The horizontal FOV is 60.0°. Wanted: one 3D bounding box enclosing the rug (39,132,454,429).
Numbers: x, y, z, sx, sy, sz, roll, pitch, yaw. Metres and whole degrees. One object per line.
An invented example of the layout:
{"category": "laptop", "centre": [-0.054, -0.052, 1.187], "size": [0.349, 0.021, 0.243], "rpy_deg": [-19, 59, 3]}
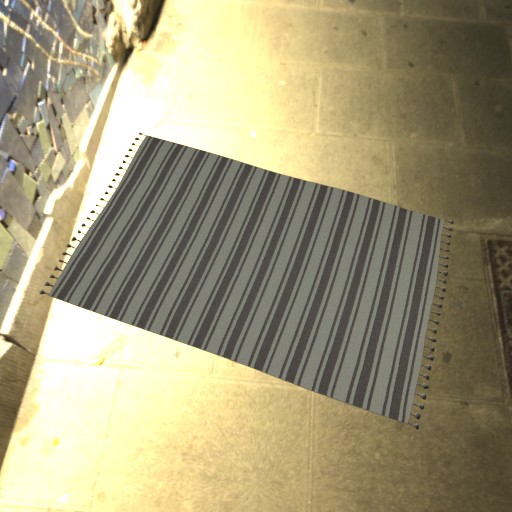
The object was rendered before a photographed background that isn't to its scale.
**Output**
{"category": "rug", "centre": [0.000, 0.000, 2.520], "size": [2.096, 0.011, 1.229], "rpy_deg": [18, 64, 9]}
